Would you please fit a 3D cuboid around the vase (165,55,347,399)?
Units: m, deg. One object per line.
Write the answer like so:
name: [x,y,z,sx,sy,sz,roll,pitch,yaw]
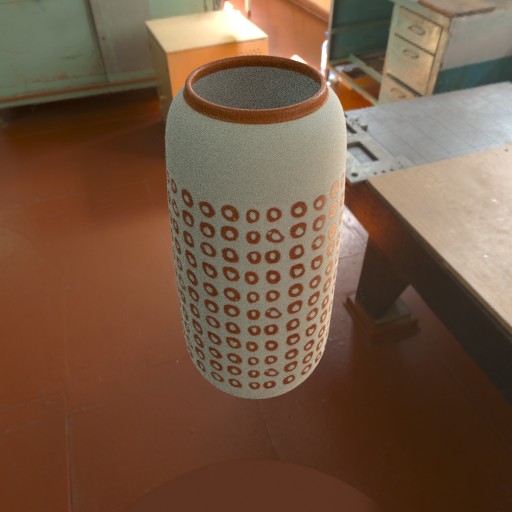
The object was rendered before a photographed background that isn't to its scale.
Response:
vase: [0.000,0.000,0.353,0.133,0.282,0.133,0,44,0]
